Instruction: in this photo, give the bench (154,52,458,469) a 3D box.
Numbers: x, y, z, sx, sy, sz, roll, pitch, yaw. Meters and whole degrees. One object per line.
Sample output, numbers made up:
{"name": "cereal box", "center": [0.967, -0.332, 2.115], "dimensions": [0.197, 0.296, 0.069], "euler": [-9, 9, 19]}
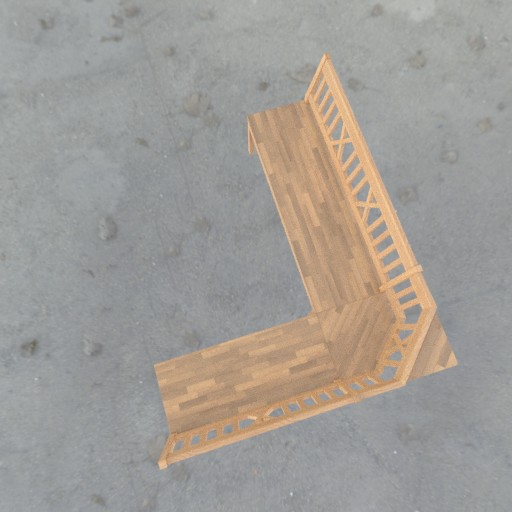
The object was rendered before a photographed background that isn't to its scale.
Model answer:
{"name": "bench", "center": [0.000, 0.000, 2.794], "dimensions": [1.537, 0.902, 1.937], "euler": [-17, 75, -5]}
